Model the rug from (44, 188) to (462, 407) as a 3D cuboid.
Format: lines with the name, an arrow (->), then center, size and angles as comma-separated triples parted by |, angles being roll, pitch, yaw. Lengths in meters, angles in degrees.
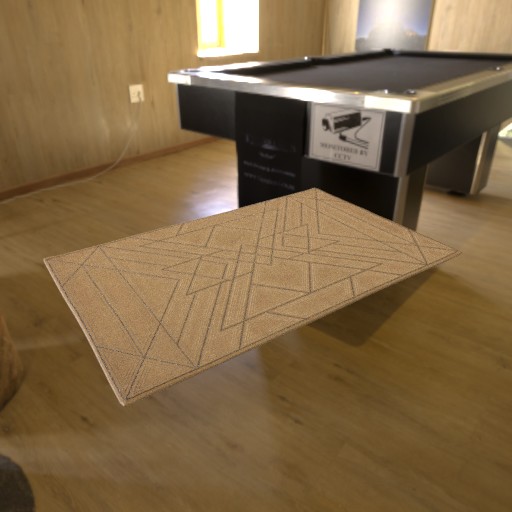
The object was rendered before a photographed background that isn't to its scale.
rug -> 0.000, 0.000, 3.072 | 2.459, 0.023, 1.575 | -18, 34, -30
